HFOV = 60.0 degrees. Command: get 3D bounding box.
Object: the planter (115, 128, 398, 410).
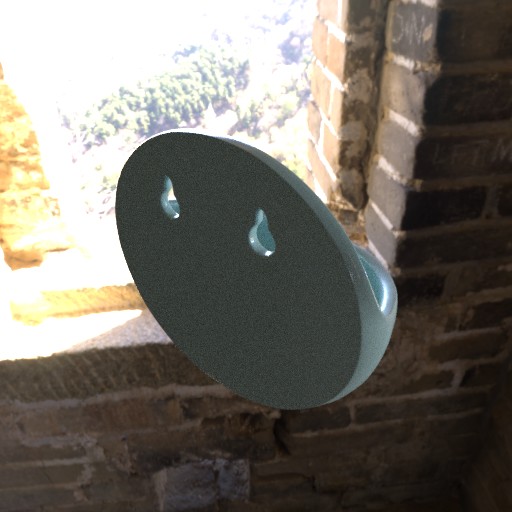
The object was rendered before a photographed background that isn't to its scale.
[{"bbox_3d":[0.000,0.000,0.269,0.189,0.164,0.073,23,38,32],"label":"planter"}]
